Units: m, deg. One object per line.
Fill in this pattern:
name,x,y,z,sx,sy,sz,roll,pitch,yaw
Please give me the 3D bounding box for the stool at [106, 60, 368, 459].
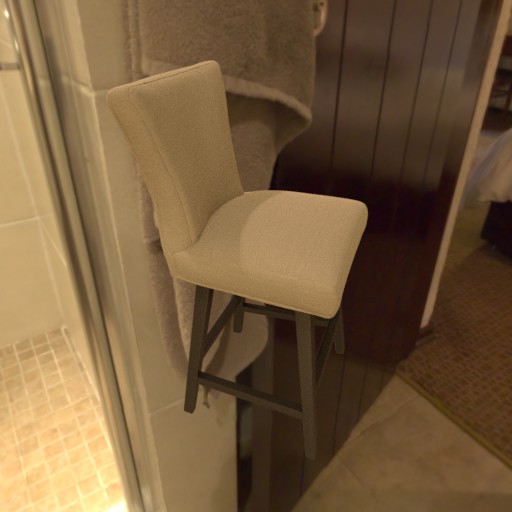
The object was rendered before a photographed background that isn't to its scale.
stool,0.000,0.000,1.315,0.574,1.000,0.514,10,32,17
